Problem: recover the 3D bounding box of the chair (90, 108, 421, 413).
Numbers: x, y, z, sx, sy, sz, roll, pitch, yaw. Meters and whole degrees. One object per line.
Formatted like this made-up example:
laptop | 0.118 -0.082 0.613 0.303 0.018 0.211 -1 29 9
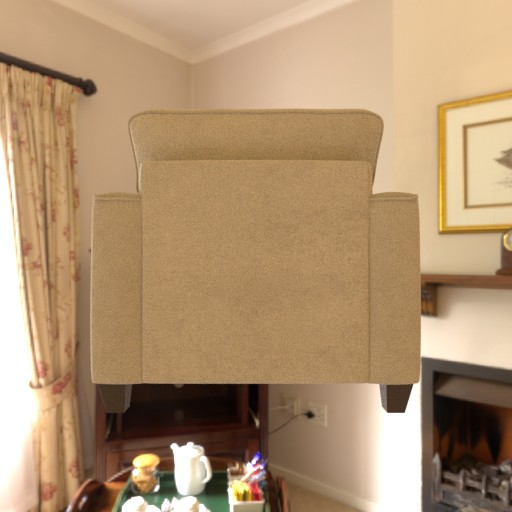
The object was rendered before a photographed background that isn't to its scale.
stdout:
chair | 0.000 0.000 1.777 1.015 0.965 0.939 0 0 0
